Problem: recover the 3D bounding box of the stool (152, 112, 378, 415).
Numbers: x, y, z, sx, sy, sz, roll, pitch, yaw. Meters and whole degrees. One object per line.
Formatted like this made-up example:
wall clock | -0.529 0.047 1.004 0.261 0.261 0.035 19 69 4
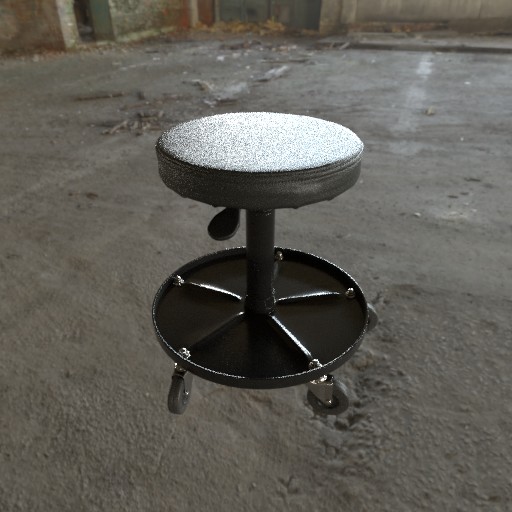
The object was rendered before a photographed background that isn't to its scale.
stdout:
stool | 0.000 0.000 0.675 0.381 0.365 0.382 11 33 17
